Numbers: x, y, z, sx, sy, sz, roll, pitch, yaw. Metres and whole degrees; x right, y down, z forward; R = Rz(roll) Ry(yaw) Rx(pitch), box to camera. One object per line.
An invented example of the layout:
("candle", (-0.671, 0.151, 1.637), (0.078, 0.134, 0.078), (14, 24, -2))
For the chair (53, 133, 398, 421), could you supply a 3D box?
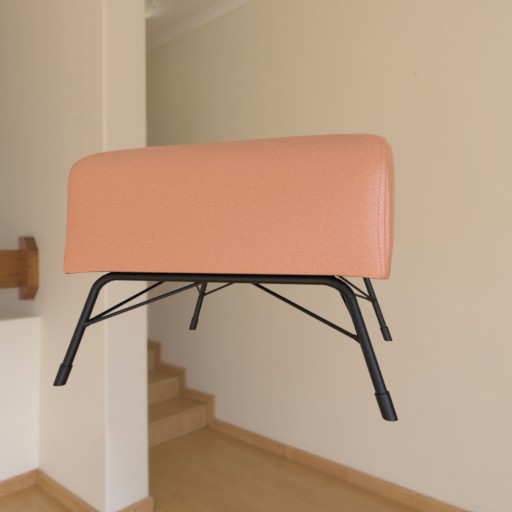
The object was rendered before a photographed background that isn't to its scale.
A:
("chair", (0.000, 0.000, 0.885), (0.530, 0.410, 0.530), (0, 1, 16))
